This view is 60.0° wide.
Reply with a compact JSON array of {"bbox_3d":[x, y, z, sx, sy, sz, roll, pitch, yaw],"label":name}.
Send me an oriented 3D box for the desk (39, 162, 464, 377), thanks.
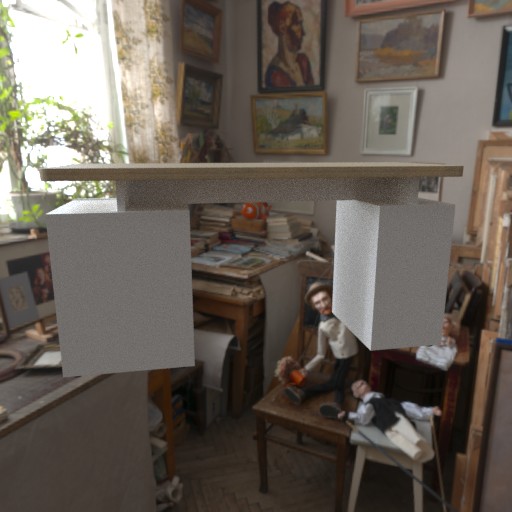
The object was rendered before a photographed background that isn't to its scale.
[{"bbox_3d":[0.000,0.000,1.870,1.500,0.755,0.550,-2,14,-10],"label":"desk"}]
